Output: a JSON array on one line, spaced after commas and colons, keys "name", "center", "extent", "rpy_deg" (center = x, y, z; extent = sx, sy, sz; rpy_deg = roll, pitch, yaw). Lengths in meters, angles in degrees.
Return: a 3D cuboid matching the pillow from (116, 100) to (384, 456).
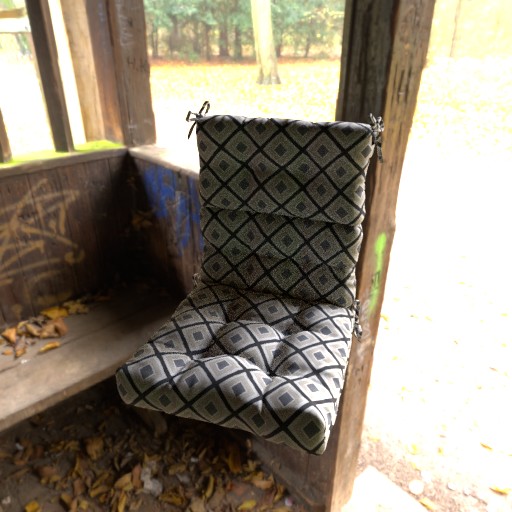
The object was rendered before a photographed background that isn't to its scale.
[{"name": "pillow", "center": [0.000, 0.000, 1.040], "extent": [0.519, 0.605, 0.571], "rpy_deg": [9, 29, 16]}]
